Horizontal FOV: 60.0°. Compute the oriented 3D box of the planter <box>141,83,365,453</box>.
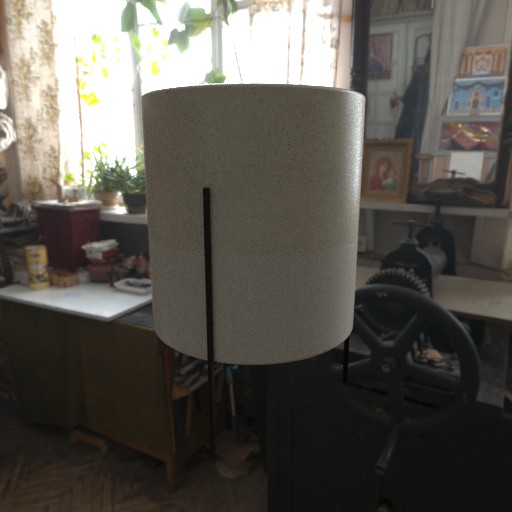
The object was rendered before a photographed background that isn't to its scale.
[{"bbox_3d":[0.000,0.000,0.714,0.333,0.483,0.324,-3,14,-10],"label":"planter"}]
